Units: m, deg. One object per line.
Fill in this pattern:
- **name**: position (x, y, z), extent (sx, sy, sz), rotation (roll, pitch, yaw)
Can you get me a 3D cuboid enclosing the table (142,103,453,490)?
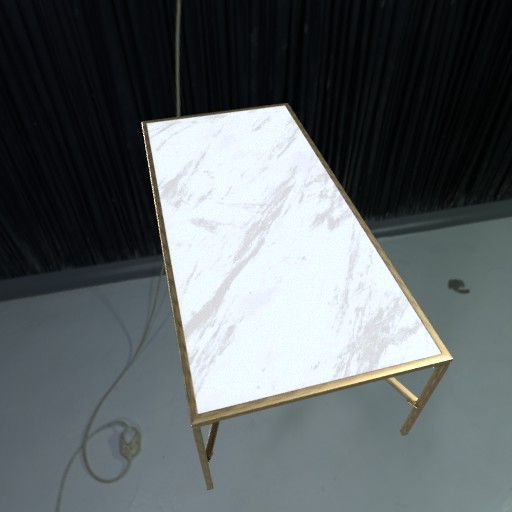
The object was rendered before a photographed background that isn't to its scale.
- **table**: position (0.000, 0.000, 1.460), extent (0.577, 0.405, 1.197), rotation (-11, 47, -10)
